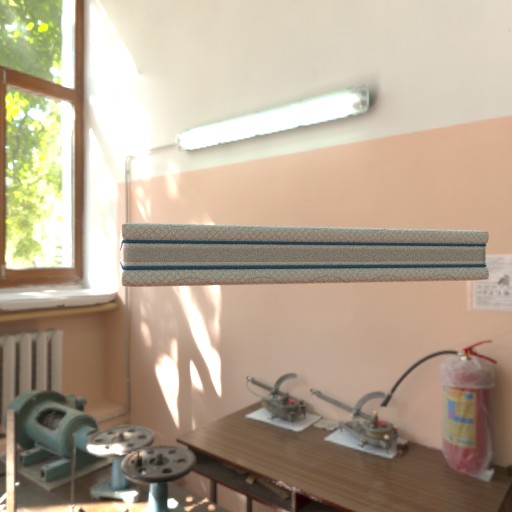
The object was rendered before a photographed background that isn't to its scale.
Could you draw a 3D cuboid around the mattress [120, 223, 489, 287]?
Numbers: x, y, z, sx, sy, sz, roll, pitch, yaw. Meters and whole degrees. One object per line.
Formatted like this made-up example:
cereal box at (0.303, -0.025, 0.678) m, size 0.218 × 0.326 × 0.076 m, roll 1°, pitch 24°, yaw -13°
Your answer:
mattress at (0.000, 0.000, 2.729) m, size 1.600 × 0.230 × 2.000 m, roll 0°, pitch 0°, yaw -17°
